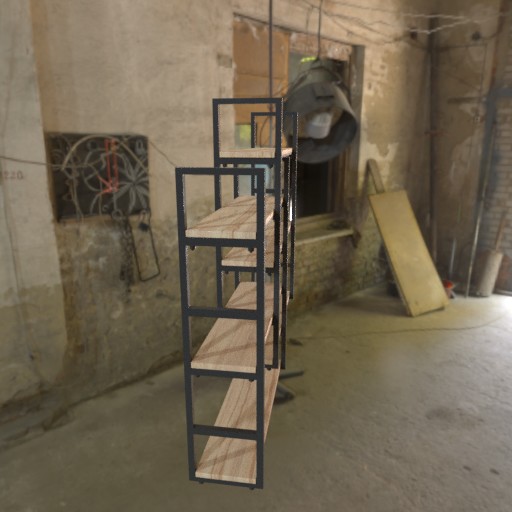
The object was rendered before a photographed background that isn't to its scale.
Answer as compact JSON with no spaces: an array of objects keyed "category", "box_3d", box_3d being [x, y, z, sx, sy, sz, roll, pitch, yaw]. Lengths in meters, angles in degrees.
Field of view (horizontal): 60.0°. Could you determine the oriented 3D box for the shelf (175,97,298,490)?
[{"category":"shelf","box_3d":[0.000,0.000,1.405,0.183,0.921,0.946,2,15,9]}]
